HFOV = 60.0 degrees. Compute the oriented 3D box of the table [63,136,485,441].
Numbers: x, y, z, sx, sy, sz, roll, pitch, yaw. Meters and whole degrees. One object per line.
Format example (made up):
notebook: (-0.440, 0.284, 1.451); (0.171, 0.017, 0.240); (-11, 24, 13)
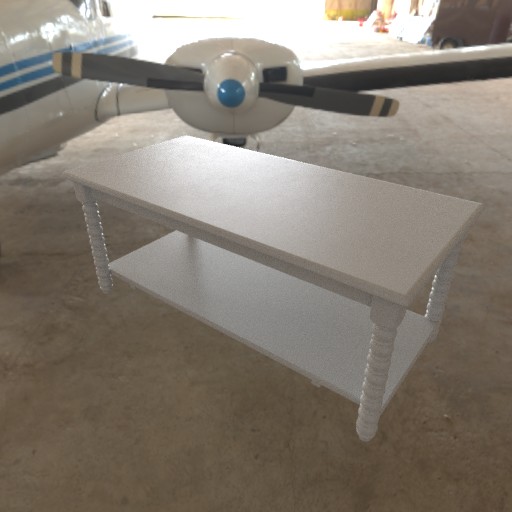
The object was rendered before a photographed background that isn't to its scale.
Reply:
table: (0.000, 0.000, 1.461); (1.171, 0.487, 0.580); (21, 36, 32)
